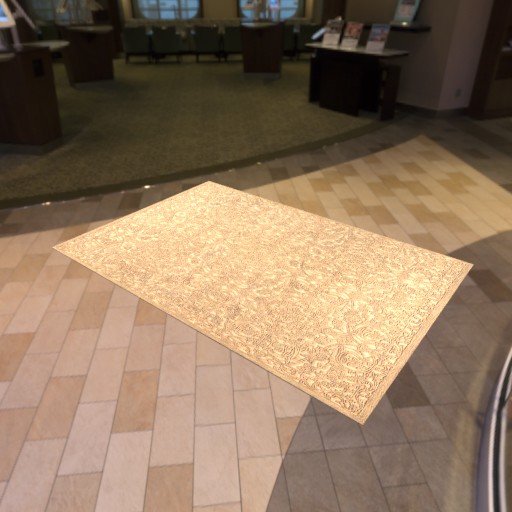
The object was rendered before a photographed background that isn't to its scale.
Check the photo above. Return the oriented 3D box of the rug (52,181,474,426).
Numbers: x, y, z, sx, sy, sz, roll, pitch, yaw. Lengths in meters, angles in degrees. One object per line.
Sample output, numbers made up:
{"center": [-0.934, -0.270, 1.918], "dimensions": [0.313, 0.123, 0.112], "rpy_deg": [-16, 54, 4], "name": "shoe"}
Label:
{"center": [0.000, 0.000, 2.305], "dimensions": [1.827, 0.006, 1.221], "rpy_deg": [22, 37, 32], "name": "rug"}
